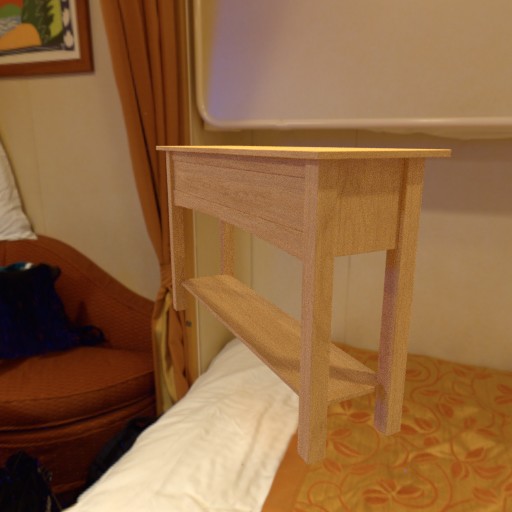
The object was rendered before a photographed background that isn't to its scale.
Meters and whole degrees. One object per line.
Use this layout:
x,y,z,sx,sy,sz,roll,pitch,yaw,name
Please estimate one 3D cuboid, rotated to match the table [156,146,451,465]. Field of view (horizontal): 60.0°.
0.000,0.000,1.529,0.350,0.730,1.240,-7,16,-25,table
